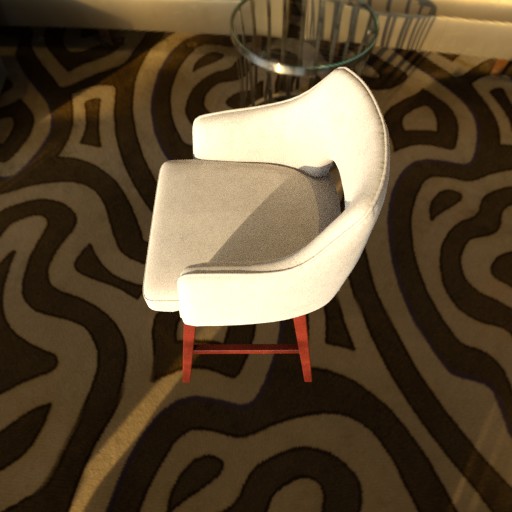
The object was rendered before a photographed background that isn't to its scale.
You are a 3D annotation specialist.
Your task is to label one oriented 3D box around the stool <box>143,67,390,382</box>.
[{"bbox_3d":[0.000,0.000,1.330,0.558,1.012,0.548,0,58,0],"label":"stool"}]
